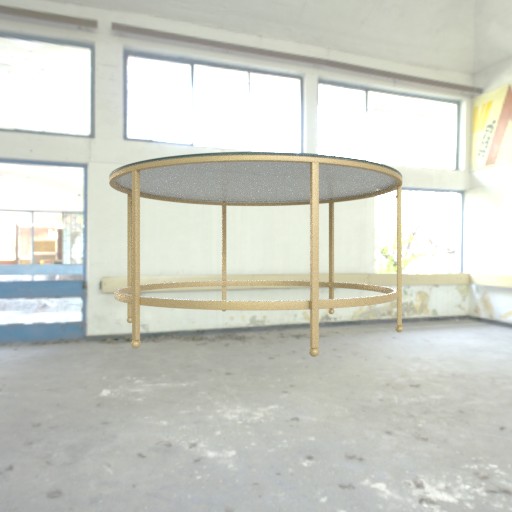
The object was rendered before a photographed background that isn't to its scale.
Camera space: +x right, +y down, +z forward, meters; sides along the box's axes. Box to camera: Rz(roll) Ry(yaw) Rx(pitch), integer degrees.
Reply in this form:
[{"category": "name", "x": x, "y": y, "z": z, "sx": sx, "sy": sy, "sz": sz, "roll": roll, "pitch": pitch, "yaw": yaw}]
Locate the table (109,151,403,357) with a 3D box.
[{"category": "table", "x": 0.000, "y": 0.000, "z": 1.454, "sx": 0.914, "sy": 0.470, "sz": 0.914, "roll": 0, "pitch": 0, "yaw": 0}]
